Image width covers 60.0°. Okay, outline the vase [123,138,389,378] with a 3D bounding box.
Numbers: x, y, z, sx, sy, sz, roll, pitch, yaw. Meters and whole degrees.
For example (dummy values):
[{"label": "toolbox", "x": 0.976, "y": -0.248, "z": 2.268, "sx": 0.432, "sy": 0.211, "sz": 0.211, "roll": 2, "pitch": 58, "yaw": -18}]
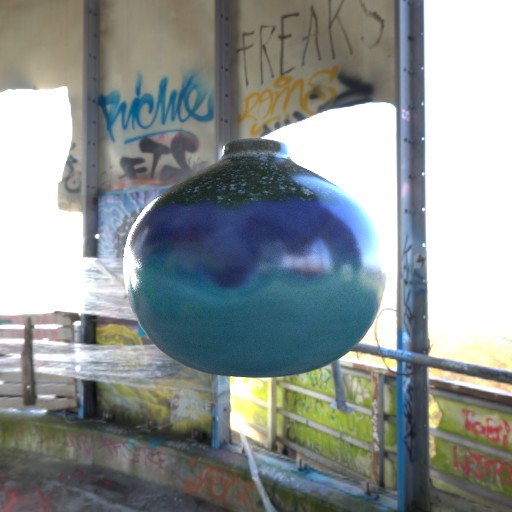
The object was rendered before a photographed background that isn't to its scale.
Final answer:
[{"label": "vase", "x": 0.000, "y": 0.000, "z": 0.269, "sx": 0.154, "sy": 0.133, "sz": 0.154, "roll": 0, "pitch": -1, "yaw": 0}]
